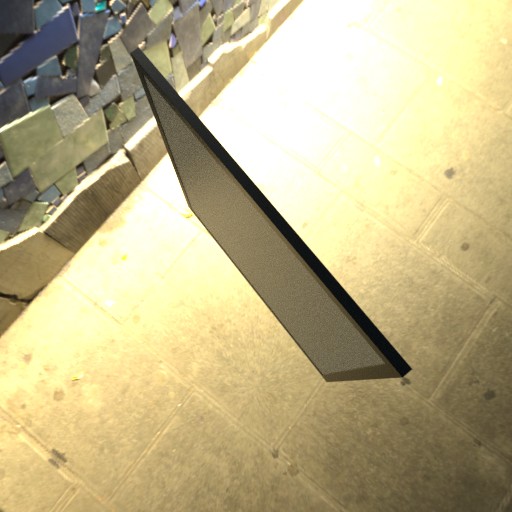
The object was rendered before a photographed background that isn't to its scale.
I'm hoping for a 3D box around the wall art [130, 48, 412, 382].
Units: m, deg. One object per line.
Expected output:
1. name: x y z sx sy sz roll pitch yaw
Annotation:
1. wall art: 0.000 0.000 1.201 0.022 0.807 0.807 -37 77 -10
